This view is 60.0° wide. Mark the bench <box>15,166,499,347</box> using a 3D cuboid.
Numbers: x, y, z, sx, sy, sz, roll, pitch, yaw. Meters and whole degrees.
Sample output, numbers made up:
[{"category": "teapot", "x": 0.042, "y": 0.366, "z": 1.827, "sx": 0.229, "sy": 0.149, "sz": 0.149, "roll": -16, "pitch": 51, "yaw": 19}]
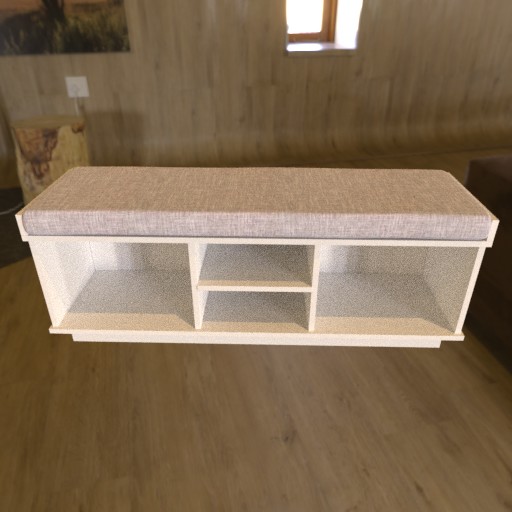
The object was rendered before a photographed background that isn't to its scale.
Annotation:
[{"category": "bench", "x": 0.000, "y": 0.000, "z": 1.344, "sx": 1.196, "sy": 0.453, "sz": 0.363, "roll": 1, "pitch": 30, "yaw": 1}]
